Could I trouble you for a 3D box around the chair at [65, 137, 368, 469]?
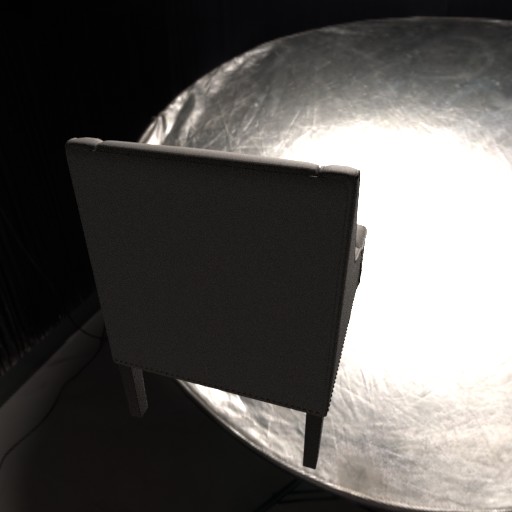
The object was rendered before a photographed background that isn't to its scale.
[{"bbox_3d":[0.000,0.000,1.368,0.631,0.867,0.747,10,33,15],"label":"chair"}]
